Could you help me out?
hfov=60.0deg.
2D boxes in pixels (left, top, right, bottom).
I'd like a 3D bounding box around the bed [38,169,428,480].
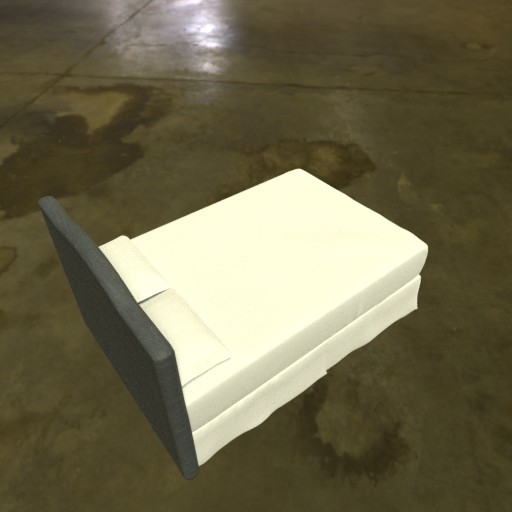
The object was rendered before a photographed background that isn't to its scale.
[{"bbox_3d":[0.000,0.000,3.520,2.507,1.441,1.747,-28,48,-28],"label":"bed"}]
